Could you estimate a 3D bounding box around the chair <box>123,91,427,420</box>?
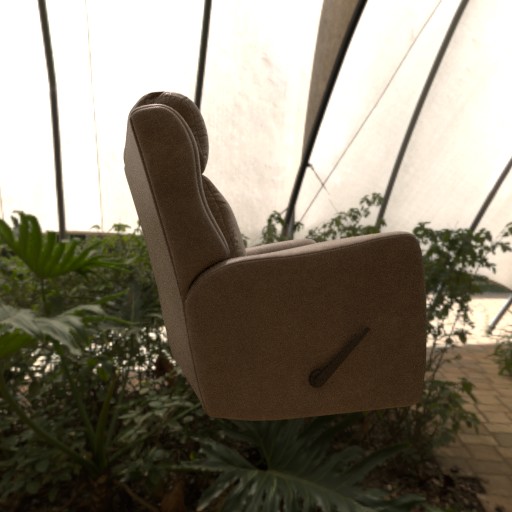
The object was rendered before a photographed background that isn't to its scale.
[{"bbox_3d":[0.000,0.000,1.877,1.068,1.116,0.967,0,0,-18],"label":"chair"}]
